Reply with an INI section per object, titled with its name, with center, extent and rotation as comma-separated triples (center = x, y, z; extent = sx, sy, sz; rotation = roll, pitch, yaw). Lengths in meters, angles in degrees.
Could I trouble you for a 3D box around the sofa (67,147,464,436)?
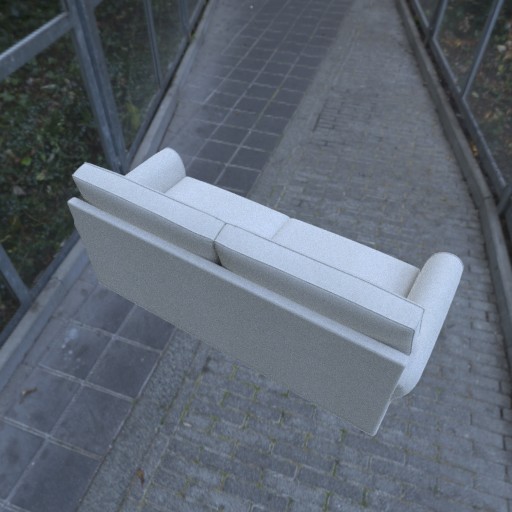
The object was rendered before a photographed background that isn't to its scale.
[sofa]
center = 0.000, 0.000, 2.631
extent = 2.146, 0.962, 0.901
rotation = 24, 51, 22
